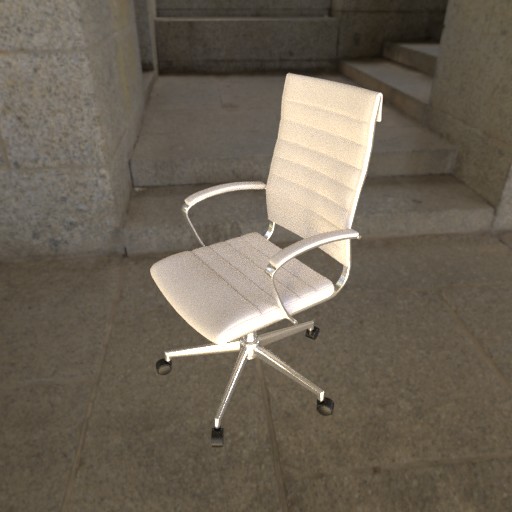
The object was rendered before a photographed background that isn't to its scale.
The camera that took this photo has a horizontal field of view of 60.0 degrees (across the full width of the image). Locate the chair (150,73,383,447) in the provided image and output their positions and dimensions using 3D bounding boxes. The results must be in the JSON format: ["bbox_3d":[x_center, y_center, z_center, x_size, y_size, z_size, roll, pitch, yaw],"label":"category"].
[{"bbox_3d":[0.000,0.000,1.634,0.739,1.149,0.766,-21,37,-30],"label":"chair"}]
